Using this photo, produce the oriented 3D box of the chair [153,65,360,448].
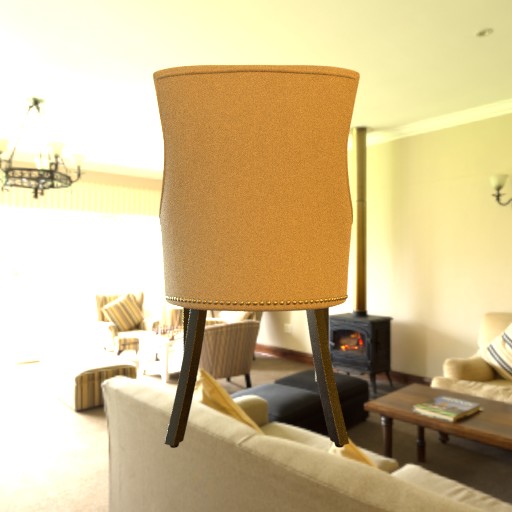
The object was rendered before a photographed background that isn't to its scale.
[{"bbox_3d":[0.000,0.000,1.320,0.566,0.909,0.629,0,-1,0],"label":"chair"}]
